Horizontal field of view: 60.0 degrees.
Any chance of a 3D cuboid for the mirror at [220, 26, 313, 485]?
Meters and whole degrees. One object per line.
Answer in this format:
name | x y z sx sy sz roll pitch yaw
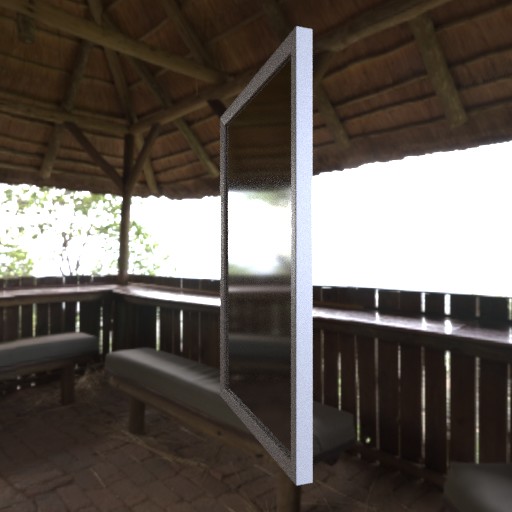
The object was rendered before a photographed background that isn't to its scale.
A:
mirror | 0.000 0.000 1.176 0.041 0.914 0.609 0 0 -19
